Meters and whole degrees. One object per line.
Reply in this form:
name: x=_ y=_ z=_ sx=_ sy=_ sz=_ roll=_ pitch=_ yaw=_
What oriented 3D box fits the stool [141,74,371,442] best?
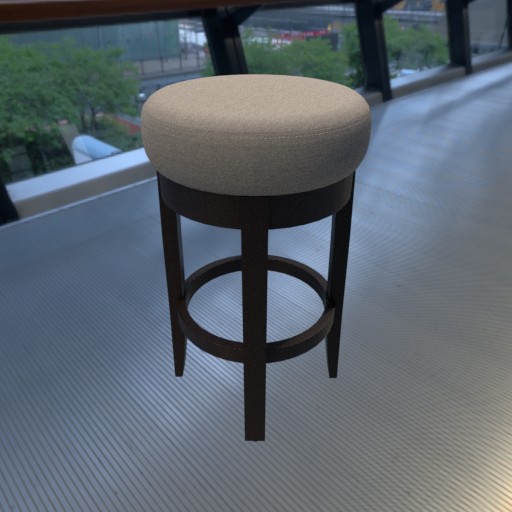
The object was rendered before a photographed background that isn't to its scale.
stool: x=0.000 y=0.000 z=1.033 sx=0.443 sy=0.757 sz=0.443 roll=0 pitch=32 yaw=0
